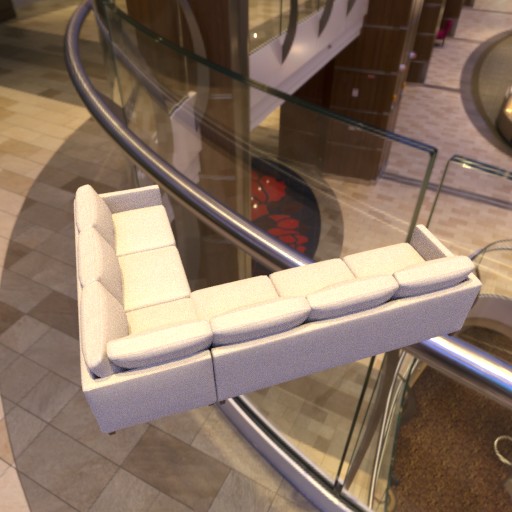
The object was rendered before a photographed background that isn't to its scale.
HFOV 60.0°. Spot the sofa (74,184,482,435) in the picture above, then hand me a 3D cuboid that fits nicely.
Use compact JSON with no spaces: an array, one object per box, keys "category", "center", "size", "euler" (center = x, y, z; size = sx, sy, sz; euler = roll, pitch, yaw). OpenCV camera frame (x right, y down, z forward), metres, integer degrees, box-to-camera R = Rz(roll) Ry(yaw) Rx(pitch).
[{"category":"sofa","center":[0.000,0.000,4.432],"size":[3.333,0.934,2.522],"euler":[-12,43,-14]}]
